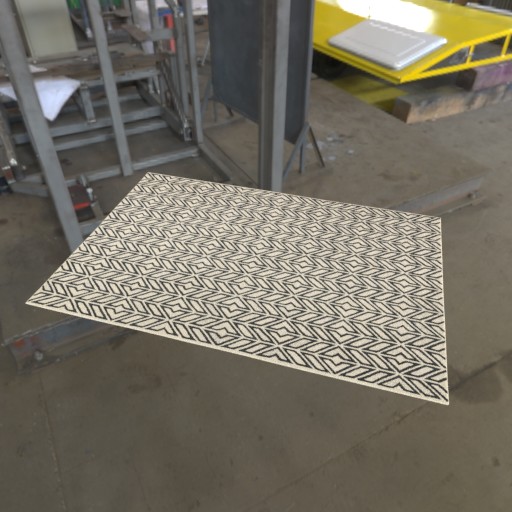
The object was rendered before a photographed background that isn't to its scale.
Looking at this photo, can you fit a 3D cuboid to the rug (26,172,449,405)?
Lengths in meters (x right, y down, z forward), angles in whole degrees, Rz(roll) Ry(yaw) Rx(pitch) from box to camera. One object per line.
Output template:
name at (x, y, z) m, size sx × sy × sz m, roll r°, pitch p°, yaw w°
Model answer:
rug at (0.000, 0.000, 2.264) m, size 1.828 × 0.007 × 1.220 m, roll 11°, pitch 42°, yaw 12°
